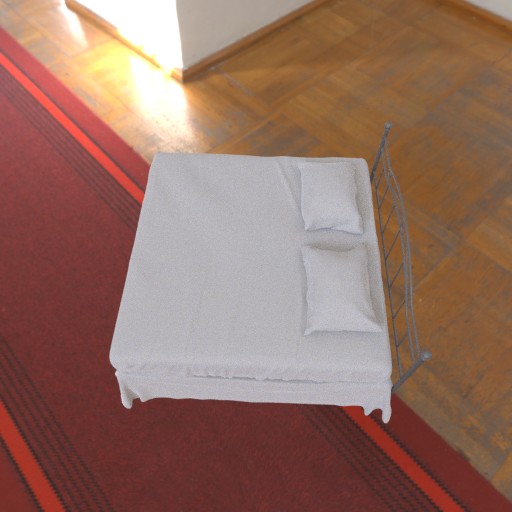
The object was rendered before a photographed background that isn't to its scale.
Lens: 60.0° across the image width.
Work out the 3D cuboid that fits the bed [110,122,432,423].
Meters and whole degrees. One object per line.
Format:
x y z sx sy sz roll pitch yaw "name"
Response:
0.000 0.000 3.608 2.220 1.080 2.309 2 58 1 "bed"
